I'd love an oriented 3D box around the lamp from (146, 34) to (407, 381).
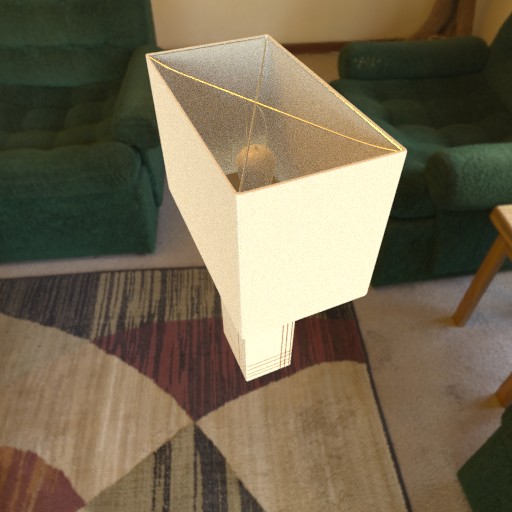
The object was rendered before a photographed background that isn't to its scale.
[{"bbox_3d":[0.000,0.000,0.711,0.182,0.543,0.334,-17,49,-16],"label":"lamp"}]
